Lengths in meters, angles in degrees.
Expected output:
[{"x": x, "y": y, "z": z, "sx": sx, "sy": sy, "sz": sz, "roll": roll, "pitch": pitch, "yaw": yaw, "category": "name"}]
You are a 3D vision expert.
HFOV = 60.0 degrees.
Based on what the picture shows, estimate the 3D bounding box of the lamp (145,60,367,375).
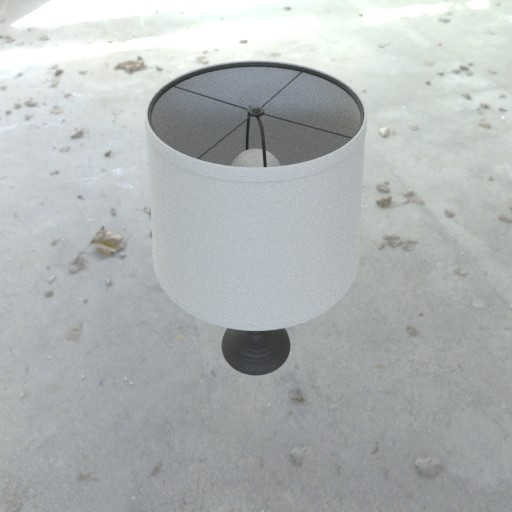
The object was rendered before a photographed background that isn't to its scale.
[{"x": 0.000, "y": 0.000, "z": 0.691, "sx": 0.310, "sy": 0.501, "sz": 0.310, "roll": 0, "pitch": 46, "yaw": 0, "category": "lamp"}]
